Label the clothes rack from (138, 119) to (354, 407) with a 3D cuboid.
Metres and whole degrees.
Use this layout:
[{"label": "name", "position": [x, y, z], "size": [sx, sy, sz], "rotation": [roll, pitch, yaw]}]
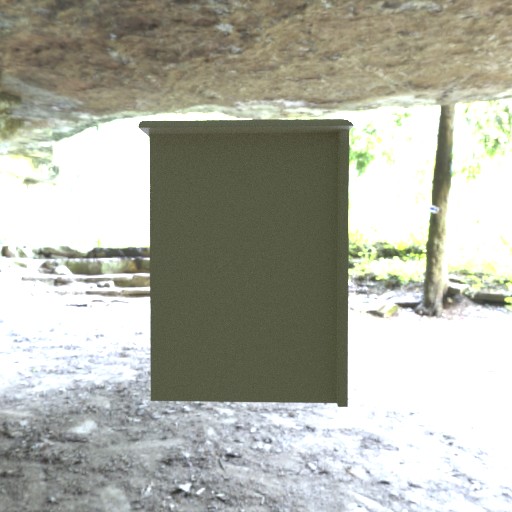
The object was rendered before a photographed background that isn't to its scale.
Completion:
[{"label": "clothes rack", "position": [0.000, 0.000, 1.447], "size": [0.405, 0.558, 1.218], "rotation": [0, 2, 2]}]
